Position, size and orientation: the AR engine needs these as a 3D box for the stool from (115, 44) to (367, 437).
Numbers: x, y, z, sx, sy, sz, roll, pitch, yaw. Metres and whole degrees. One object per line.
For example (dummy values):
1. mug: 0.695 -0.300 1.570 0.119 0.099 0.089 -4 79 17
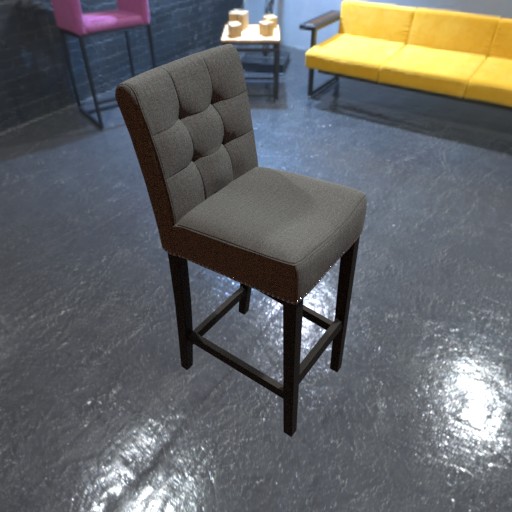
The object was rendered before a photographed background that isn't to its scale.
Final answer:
1. stool: 0.000 0.000 1.340 0.548 1.047 0.411 26 47 27
